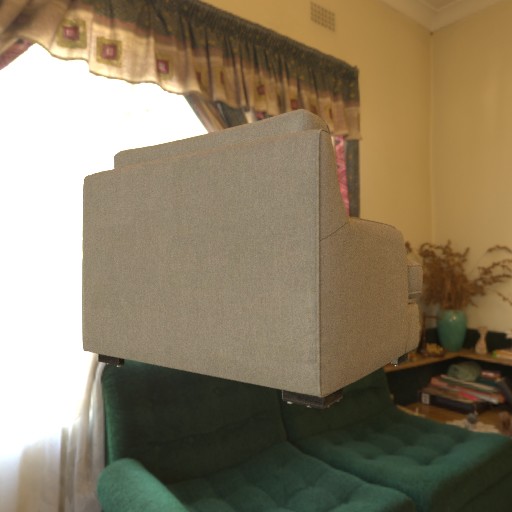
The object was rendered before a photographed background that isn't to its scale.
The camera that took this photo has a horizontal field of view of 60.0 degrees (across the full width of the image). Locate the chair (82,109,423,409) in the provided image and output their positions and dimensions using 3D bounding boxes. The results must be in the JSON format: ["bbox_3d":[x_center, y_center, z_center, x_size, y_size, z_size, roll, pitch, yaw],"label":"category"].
[{"bbox_3d":[0.000,0.000,2.047,1.270,0.974,1.043,-1,-1,36],"label":"chair"}]
